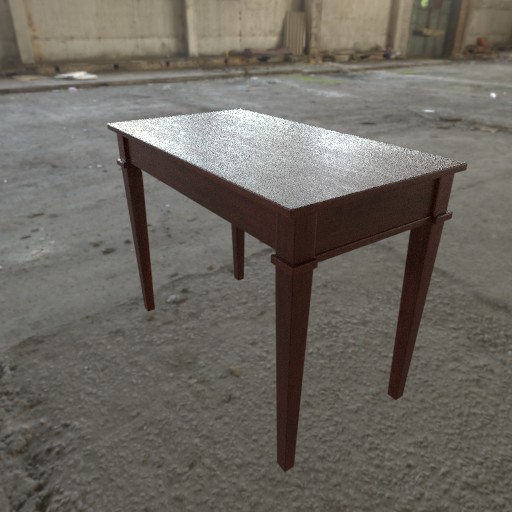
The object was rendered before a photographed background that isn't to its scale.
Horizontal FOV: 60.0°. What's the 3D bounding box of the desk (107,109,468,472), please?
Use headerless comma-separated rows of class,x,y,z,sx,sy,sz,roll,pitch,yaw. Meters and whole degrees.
desk,0.000,0.000,1.467,0.549,0.762,1.001,-18,32,-31
